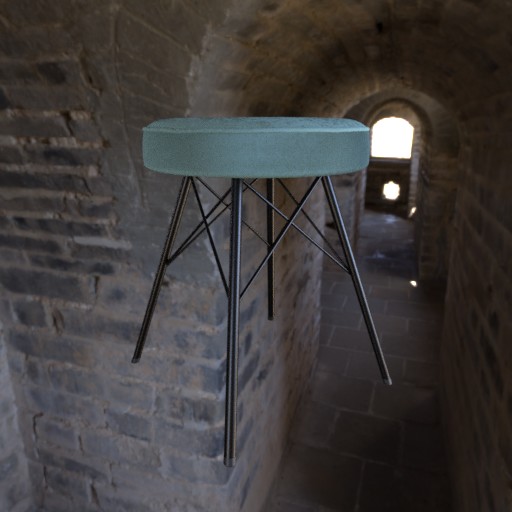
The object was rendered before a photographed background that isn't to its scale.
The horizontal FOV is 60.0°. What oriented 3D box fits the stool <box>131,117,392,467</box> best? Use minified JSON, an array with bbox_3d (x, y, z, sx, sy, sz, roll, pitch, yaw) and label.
[{"bbox_3d":[0.000,0.000,0.878,0.457,0.519,0.458,-8,18,-26],"label":"stool"}]
